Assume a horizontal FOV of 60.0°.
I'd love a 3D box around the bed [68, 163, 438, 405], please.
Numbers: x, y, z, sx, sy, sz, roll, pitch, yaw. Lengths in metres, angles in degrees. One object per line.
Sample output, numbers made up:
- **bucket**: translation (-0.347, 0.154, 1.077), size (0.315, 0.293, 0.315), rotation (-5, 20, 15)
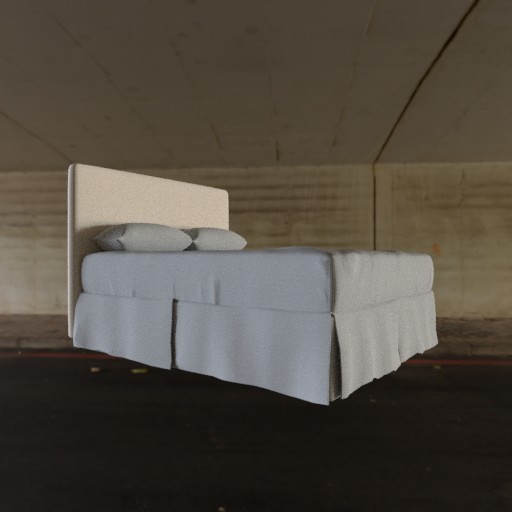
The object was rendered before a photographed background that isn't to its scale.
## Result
- **bed**: translation (0.000, 0.000, 3.198), size (2.142, 1.330, 1.748), rotation (0, 0, 36)
